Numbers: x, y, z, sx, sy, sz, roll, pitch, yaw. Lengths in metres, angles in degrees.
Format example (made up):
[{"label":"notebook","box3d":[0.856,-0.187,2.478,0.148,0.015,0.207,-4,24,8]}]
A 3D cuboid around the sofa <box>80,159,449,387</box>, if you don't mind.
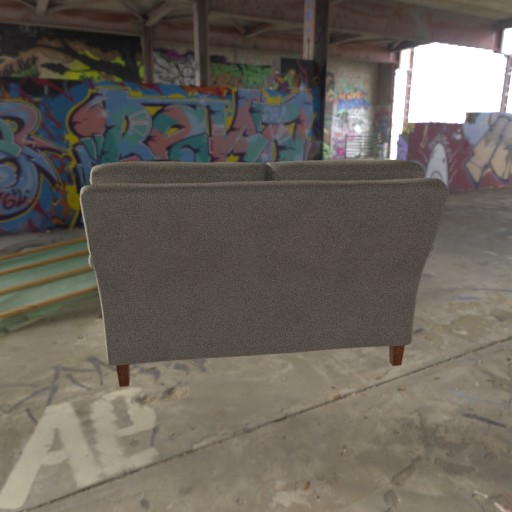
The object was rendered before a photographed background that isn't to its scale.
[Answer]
[{"label":"sofa","box3d":[0.000,0.000,2.279,1.480,0.999,1.087,-2,16,-8]}]
